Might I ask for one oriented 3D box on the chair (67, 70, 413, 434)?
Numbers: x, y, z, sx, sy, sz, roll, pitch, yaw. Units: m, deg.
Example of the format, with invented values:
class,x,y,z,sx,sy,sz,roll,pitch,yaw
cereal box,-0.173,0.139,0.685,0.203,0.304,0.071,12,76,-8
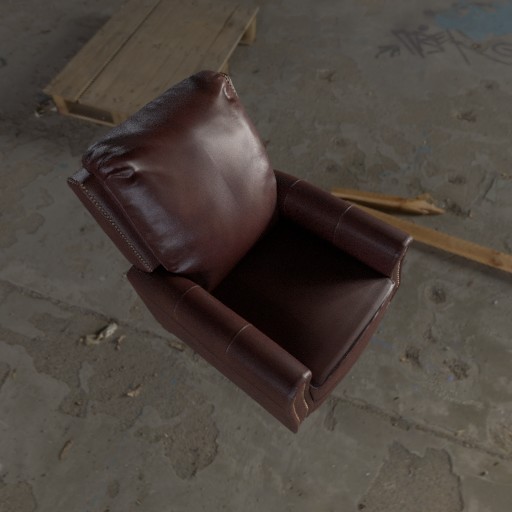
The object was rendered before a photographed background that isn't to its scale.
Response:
class,x,y,z,sx,sy,sz,roll,pitch,yaw
chair,0.000,0.000,1.803,1.089,1.022,0.826,35,64,20
